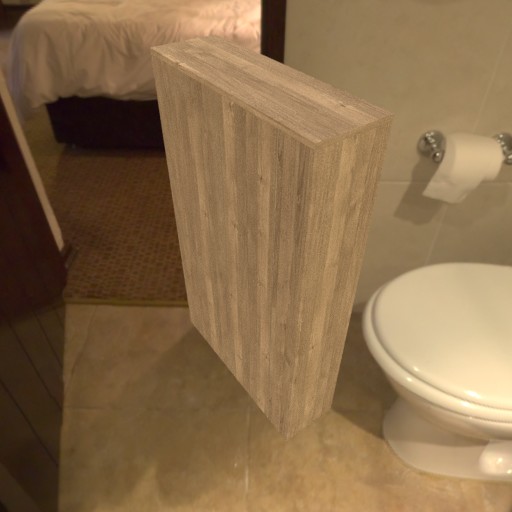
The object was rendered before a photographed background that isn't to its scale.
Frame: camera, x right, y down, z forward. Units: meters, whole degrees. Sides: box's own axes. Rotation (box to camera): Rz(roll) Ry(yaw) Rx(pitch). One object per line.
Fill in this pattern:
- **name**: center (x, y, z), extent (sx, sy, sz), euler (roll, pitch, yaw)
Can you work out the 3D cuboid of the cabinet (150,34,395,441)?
- **cabinet**: center (0.000, 0.000, 1.596), extent (0.250, 1.280, 0.750), euler (-26, 48, -26)
